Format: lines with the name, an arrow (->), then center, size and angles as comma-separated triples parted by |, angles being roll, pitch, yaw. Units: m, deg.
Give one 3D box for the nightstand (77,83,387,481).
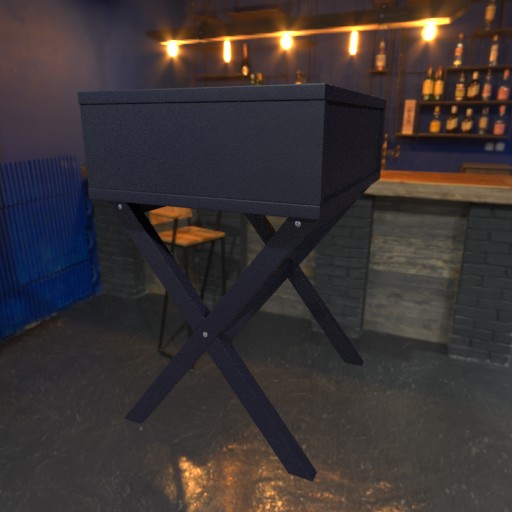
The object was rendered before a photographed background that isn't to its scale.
nightstand -> 0.000, 0.000, 0.917 | 0.402, 0.623, 0.479 | 8, 18, 23
